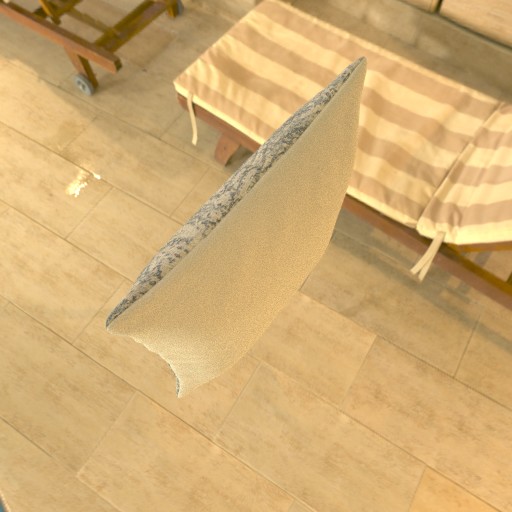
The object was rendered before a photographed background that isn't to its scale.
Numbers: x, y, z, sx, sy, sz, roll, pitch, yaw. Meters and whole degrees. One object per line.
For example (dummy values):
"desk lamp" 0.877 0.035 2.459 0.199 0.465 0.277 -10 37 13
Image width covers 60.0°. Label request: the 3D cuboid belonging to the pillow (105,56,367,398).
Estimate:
"pillow" 0.000 0.000 0.781 0.166 0.510 0.523 35 69 16
